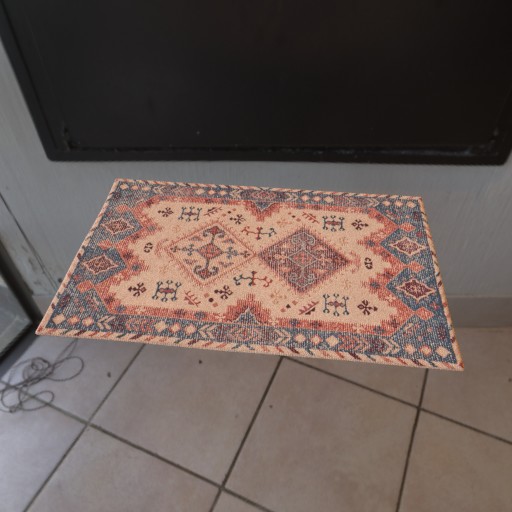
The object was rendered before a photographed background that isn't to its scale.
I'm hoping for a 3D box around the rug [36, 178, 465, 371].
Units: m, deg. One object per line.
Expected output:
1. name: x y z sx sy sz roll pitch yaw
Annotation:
1. rug: 0.000 0.000 3.040 2.464 0.023 1.521 4 47 4
